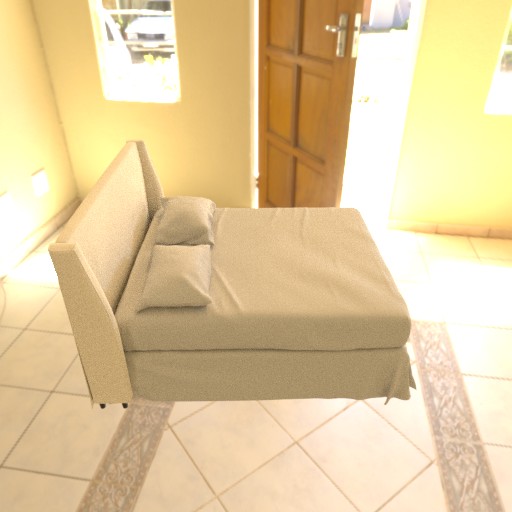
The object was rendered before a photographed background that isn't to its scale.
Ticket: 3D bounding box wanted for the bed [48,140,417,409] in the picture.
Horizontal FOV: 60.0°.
[{"bbox_3d":[0.000,0.000,3.507,2.276,1.332,1.925,0,32,-1],"label":"bed"}]
